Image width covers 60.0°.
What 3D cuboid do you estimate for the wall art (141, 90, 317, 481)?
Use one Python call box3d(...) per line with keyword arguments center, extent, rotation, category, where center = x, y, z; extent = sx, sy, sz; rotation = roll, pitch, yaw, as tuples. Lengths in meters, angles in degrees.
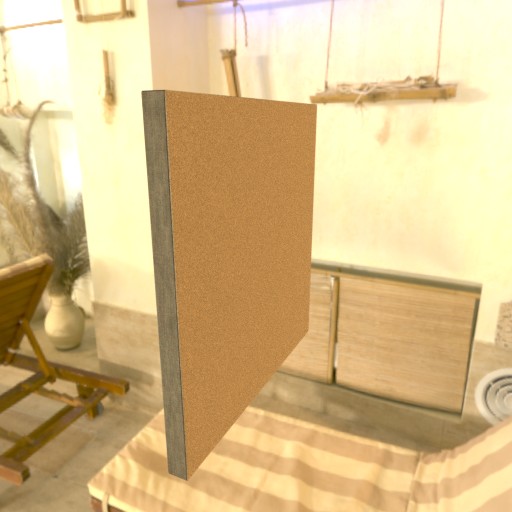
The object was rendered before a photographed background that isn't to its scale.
box3d(center=(0.000, 0.000, 1.128), extent=(0.050, 0.751, 0.749), rotation=(8, 19, 24), category="wall art")
